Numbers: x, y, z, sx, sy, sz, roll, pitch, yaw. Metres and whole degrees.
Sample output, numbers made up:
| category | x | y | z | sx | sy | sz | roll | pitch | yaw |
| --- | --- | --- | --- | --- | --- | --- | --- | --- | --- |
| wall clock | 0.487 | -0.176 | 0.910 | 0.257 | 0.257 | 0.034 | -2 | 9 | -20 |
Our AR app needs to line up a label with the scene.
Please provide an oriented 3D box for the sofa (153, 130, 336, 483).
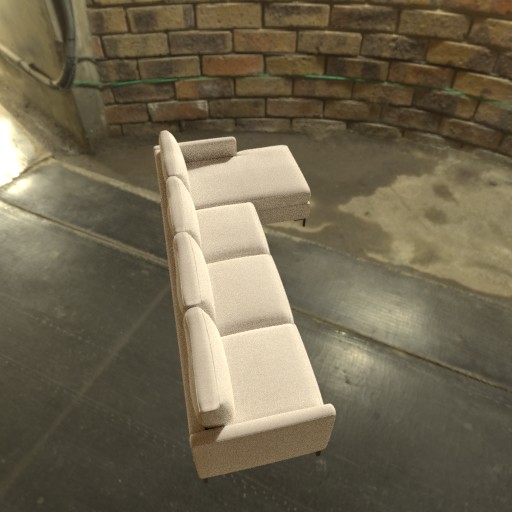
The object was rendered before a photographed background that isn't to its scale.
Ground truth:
| category | x | y | z | sx | sy | sz | roll | pitch | yaw |
| --- | --- | --- | --- | --- | --- | --- | --- | --- | --- |
| sofa | 0.000 | 0.000 | 2.895 | 1.126 | 0.677 | 2.445 | -9 | 47 | -9 |
